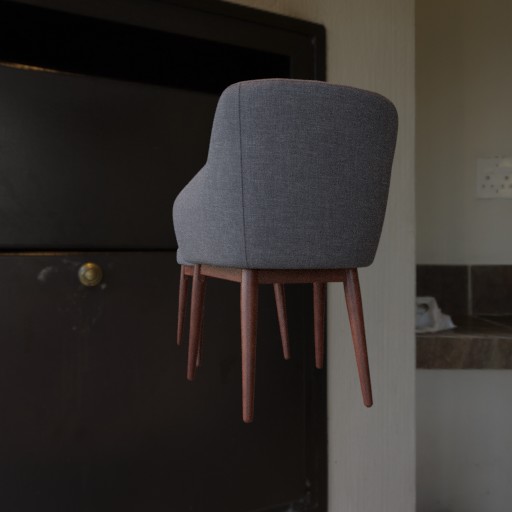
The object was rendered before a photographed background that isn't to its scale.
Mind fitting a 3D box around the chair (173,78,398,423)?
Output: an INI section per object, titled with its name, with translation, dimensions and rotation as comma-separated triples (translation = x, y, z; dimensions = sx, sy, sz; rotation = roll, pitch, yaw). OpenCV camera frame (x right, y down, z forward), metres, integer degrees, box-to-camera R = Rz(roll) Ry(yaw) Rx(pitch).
[chair]
translation = 0.000, 0.000, 1.522
dimensions = 0.584, 0.799, 1.107
rotation = 0, 0, -19
